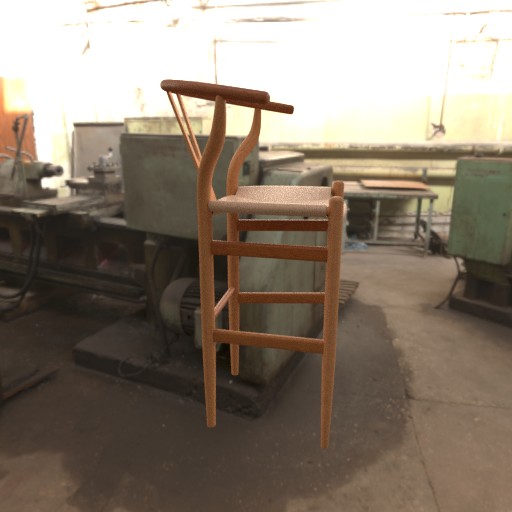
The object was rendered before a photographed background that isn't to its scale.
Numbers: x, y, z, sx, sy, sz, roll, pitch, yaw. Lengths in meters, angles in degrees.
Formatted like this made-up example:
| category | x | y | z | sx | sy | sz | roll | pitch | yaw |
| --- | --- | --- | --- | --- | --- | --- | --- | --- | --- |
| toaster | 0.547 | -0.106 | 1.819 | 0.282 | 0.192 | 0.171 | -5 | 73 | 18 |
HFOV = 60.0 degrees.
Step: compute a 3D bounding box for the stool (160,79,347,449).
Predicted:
| category | x | y | z | sx | sy | sz | roll | pitch | yaw |
| --- | --- | --- | --- | --- | --- | --- | --- | --- | --- |
| stool | 0.000 | 0.000 | 1.435 | 0.561 | 1.068 | 0.574 | 3 | 16 | 11 |
